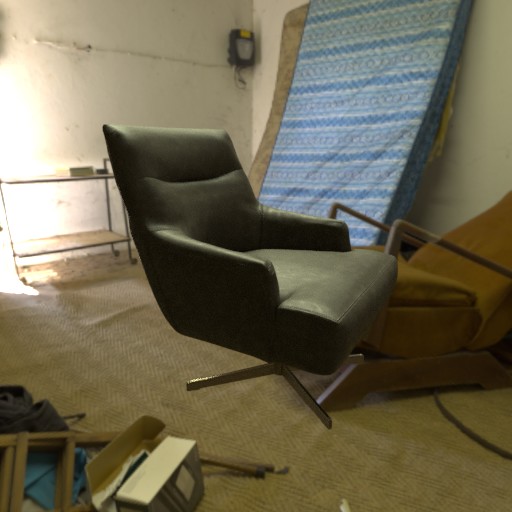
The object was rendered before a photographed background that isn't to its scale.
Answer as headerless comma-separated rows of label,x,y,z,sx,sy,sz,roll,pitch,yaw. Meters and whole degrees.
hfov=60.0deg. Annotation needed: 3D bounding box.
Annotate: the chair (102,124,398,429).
chair,0.000,0.000,1.537,0.874,0.870,0.738,7,16,27
